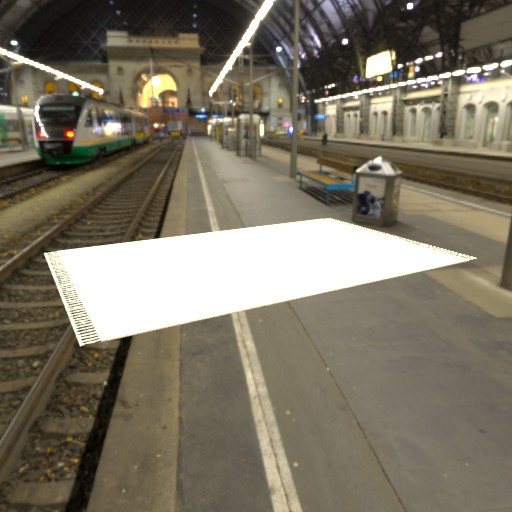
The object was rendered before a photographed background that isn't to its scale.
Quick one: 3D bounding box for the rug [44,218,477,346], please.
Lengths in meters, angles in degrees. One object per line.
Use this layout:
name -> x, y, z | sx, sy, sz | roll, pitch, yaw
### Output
rug -> 0.000, 0.000, 2.939 | 2.438, 0.010, 1.524 | -9, 18, -28
